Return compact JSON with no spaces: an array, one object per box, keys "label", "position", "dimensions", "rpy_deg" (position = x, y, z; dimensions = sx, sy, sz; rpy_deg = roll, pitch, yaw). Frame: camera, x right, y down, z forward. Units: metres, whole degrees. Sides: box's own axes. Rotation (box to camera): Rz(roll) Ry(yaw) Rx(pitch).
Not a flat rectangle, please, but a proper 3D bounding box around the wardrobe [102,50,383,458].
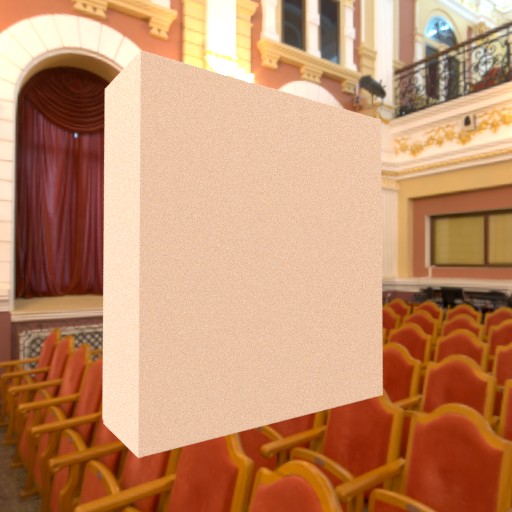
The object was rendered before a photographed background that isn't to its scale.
[{"label":"wardrobe","position":[0.000,0.000,2.961],"dimensions":[1.830,2.020,0.600],"rpy_deg":[1,-2,-35]}]
